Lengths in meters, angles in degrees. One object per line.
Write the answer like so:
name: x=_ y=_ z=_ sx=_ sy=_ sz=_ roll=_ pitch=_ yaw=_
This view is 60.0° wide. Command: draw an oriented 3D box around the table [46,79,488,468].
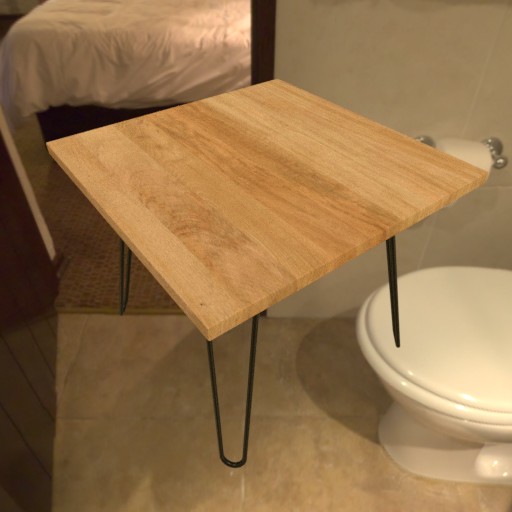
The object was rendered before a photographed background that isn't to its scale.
table: x=0.000 y=0.000 z=1.003 sx=0.599 sy=0.500 sz=0.599 roll=-26 pitch=47 yaw=-27
